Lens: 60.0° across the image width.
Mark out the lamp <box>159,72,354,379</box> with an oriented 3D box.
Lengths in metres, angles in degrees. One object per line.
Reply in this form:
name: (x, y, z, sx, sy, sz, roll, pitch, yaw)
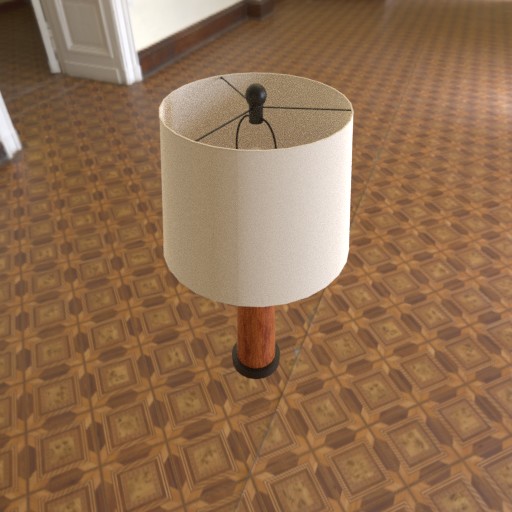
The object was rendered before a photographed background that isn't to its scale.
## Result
lamp: (0.000, 0.000, 0.869, 0.349, 0.667, 0.349, 0, 41, 0)
